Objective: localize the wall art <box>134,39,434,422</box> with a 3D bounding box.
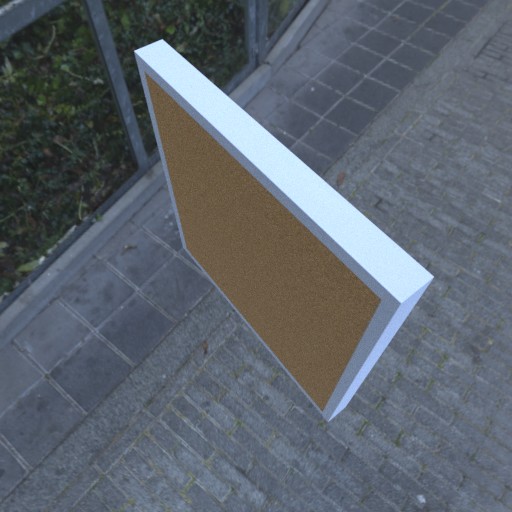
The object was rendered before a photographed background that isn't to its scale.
[{"bbox_3d":[0.000,0.000,0.598,0.038,0.406,0.406,-33,63,-19],"label":"wall art"}]
